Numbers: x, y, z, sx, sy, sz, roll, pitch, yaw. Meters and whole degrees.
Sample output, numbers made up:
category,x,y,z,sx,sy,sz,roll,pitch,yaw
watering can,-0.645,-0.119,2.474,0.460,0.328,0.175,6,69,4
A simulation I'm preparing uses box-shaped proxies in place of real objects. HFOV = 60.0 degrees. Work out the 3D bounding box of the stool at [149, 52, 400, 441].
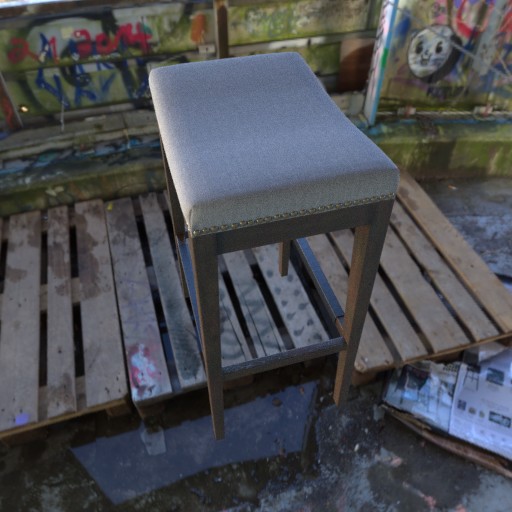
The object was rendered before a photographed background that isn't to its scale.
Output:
category,x,y,z,sx,sy,sz,roll,pitch,yaw
stool,0.000,0.000,1.058,0.356,0.762,0.508,-12,47,-11
